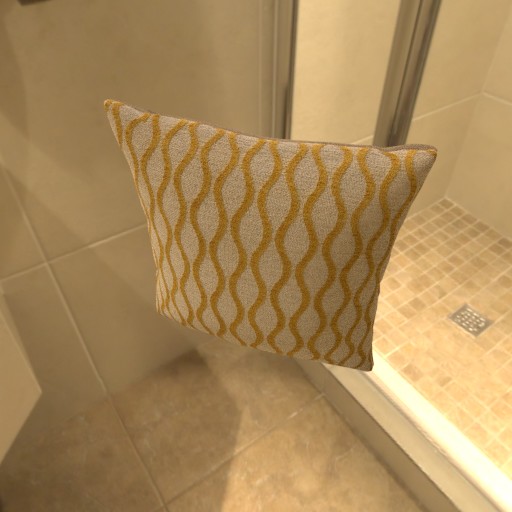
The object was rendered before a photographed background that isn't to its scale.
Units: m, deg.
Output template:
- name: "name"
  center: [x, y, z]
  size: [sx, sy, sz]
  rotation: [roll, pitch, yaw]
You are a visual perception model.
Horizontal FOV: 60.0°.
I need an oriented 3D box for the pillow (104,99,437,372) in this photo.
- name: "pillow"
  center: [0.000, 0.000, 0.680]
  size: [0.429, 0.436, 0.159]
  rotation: [12, 44, 13]
